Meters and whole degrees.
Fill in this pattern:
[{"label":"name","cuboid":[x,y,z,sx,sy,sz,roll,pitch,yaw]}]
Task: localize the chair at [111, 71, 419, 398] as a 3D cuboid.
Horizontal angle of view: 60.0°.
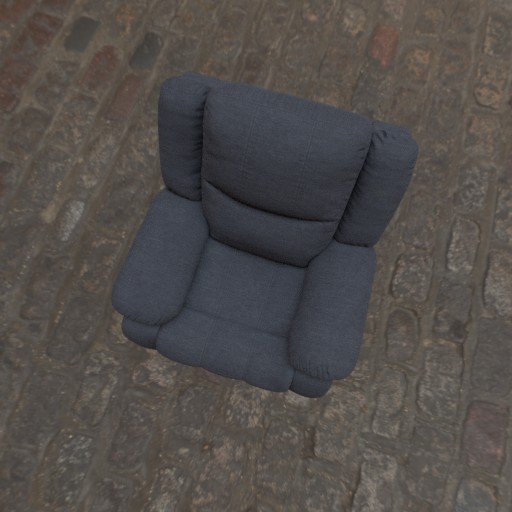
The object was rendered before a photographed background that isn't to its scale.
[{"label":"chair","cuboid":[0.000,0.000,1.720,0.899,1.008,0.944,16,76,4]}]
